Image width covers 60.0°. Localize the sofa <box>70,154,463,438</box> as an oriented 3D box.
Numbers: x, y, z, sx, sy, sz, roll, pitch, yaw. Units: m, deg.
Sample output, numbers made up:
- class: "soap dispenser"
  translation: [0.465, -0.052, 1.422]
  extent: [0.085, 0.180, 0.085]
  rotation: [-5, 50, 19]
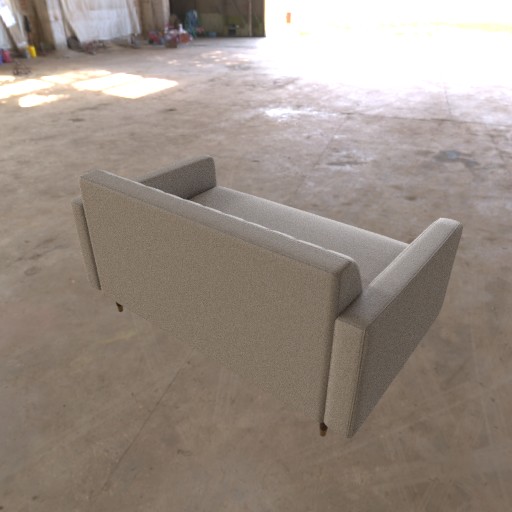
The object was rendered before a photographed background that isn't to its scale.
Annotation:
- class: "sofa"
  translation: [0.000, 0.000, 2.155]
  extent: [1.585, 0.801, 0.950]
  rotation: [22, 37, 32]
